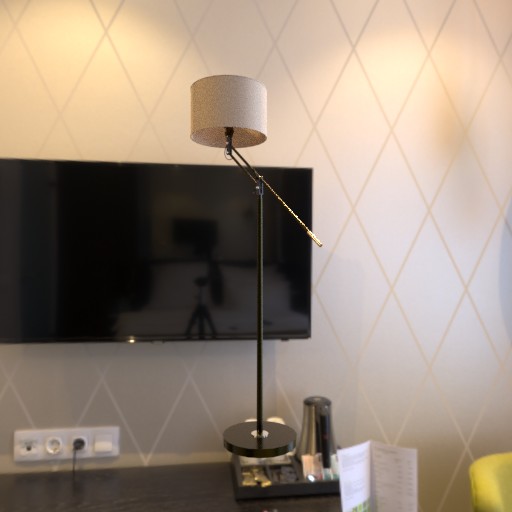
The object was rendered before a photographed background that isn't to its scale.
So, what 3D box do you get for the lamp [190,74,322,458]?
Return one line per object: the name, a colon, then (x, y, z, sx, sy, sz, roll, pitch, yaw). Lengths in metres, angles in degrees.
lamp: (0.000, 0.000, 1.982, 0.373, 1.635, 0.809, 1, -1, -37)
